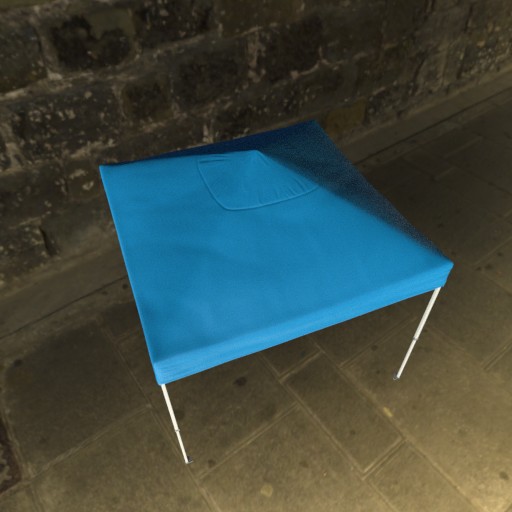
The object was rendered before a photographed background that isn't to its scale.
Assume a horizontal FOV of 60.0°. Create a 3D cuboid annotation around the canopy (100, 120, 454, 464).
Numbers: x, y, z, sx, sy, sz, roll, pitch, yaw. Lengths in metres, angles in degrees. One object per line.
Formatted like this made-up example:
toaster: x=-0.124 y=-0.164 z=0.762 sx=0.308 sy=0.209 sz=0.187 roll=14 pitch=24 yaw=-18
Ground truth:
canopy: x=0.000 y=0.000 z=5.424 sx=2.998 sy=2.997 sz=2.996 roll=-16 pitch=48 yaw=-15
